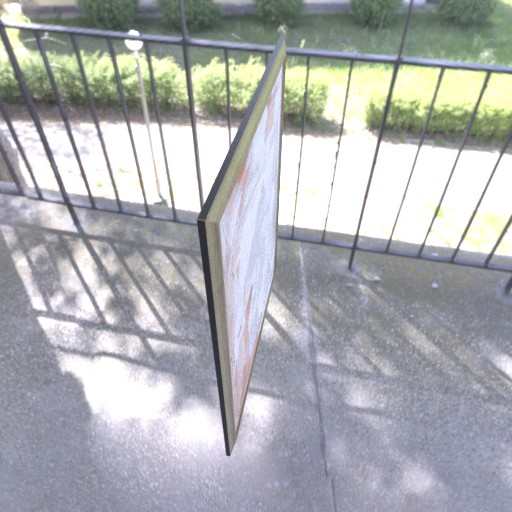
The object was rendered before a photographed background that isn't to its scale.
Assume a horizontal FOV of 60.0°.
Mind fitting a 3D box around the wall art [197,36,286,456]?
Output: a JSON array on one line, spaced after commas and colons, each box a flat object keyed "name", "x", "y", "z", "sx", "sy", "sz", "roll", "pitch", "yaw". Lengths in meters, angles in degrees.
[{"name": "wall art", "x": 0.000, "y": 0.000, "z": 0.901, "sx": 0.018, "sy": 0.660, "sz": 0.559, "roll": 8, "pitch": 46, "yaw": 8}]
